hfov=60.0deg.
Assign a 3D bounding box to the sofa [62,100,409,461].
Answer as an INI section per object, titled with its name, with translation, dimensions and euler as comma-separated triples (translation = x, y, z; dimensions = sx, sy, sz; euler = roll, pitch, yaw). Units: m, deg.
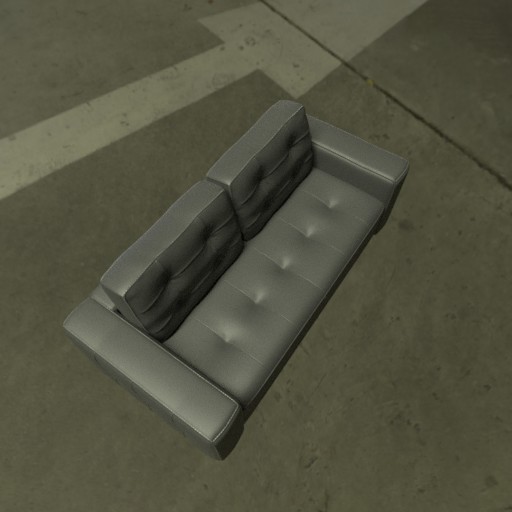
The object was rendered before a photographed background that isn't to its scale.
[sofa]
translation = 0.000, 0.000, 2.242
dimensions = 0.833, 0.892, 1.726
euler = 31, 63, 17
